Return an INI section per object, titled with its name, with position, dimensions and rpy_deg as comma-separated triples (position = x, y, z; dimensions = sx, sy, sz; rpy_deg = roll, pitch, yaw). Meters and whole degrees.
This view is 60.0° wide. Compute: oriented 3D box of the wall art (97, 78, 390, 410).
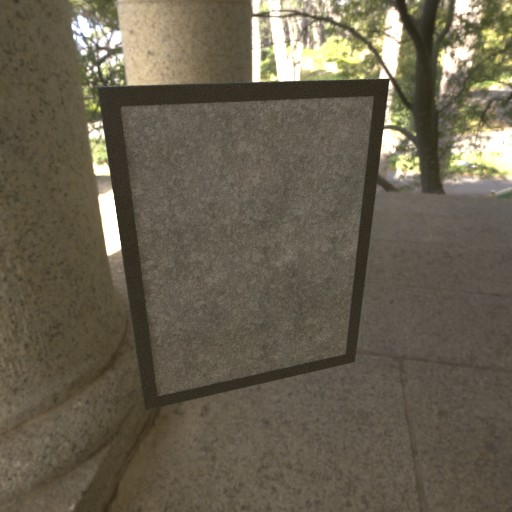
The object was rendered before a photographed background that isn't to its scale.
[wall art]
position = 0.000, 0.000, 1.339
dimensions = 0.767, 0.983, 0.030
rpy_deg = -8, 27, -16
